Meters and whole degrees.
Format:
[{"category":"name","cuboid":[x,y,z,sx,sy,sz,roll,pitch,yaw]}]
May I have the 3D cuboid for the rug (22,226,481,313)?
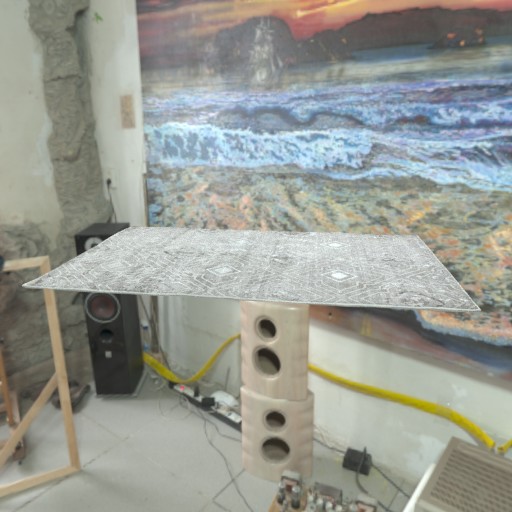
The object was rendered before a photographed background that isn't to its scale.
[{"category":"rug","cuboid":[0.000,0.000,3.059,2.447,0.036,1.537,2,17,8]}]
